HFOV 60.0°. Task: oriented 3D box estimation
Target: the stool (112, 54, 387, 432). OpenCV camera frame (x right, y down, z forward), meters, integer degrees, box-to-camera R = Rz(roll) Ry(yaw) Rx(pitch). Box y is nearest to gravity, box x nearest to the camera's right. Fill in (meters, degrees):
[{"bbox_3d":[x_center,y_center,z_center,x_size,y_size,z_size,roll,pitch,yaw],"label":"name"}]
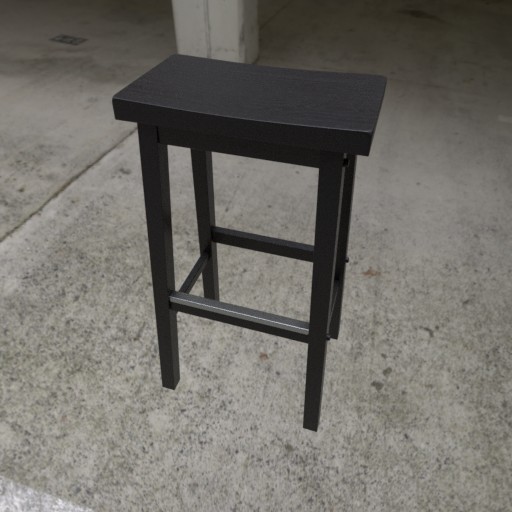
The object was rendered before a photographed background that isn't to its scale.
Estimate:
[{"bbox_3d":[0.000,0.000,0.971,0.406,0.742,0.322,12,43,13],"label":"stool"}]
